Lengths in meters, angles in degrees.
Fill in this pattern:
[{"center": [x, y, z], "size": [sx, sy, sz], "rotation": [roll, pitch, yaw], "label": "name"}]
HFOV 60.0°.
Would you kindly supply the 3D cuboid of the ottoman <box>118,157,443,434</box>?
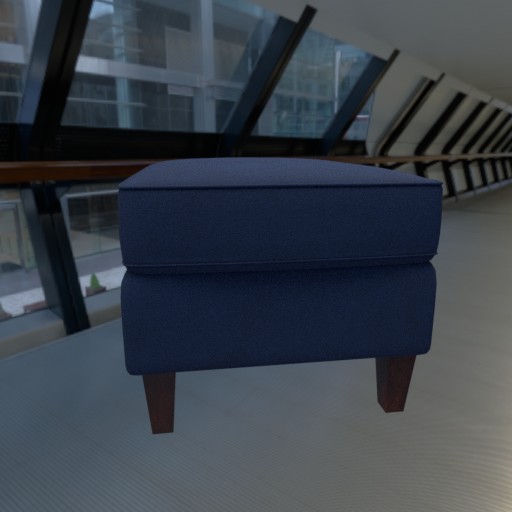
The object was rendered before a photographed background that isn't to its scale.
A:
[{"center": [0.000, 0.000, 1.372], "size": [0.686, 0.584, 0.965], "rotation": [-2, 14, -8], "label": "ottoman"}]
